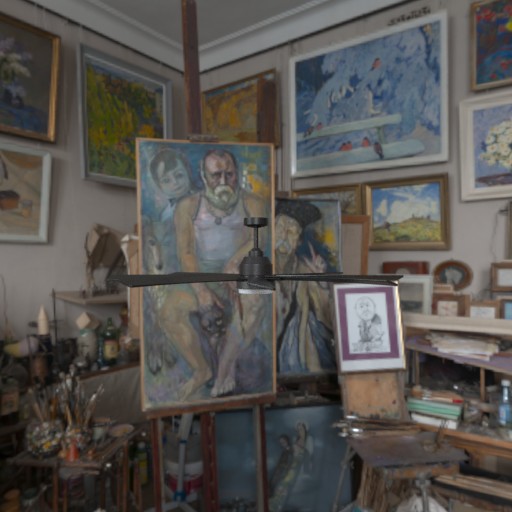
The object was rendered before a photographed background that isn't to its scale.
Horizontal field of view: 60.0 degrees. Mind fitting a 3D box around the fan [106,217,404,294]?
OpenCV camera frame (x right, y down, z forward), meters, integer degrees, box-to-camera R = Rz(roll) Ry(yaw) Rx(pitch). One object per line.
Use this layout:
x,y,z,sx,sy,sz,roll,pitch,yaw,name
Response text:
0.000,0.000,2.777,1.830,0.472,1.830,0,0,-1,fan
